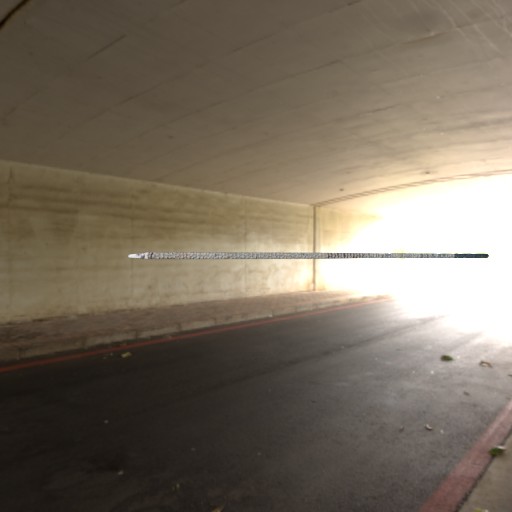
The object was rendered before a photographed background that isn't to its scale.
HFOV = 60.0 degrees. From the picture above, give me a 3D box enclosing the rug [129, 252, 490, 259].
[{"bbox_3d":[0.000,0.000,2.327,1.238,0.020,1.847,0,0,-18],"label":"rug"}]
